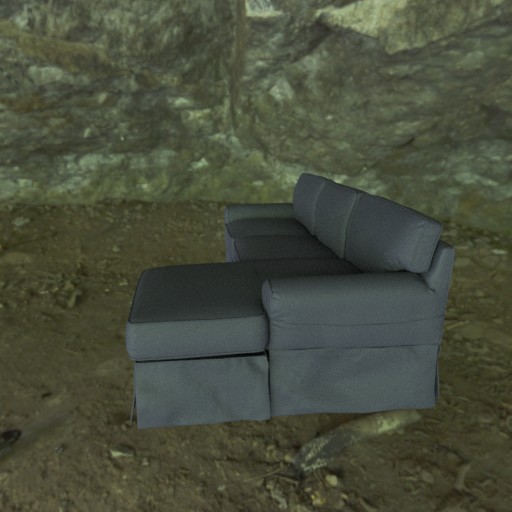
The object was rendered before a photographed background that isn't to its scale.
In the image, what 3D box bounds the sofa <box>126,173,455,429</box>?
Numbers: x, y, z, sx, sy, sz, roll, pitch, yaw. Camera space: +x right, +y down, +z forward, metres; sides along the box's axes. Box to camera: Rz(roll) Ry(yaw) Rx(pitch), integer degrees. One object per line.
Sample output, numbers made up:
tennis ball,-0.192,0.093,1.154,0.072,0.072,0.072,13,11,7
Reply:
sofa,0.000,0.000,3.296,1.637,1.039,2.518,-2,16,-8
